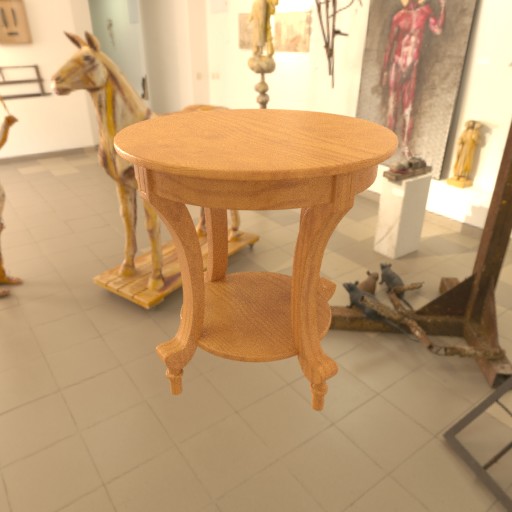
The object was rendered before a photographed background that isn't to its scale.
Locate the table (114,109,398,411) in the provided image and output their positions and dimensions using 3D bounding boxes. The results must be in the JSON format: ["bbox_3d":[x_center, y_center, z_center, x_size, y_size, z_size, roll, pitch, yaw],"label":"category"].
[{"bbox_3d":[0.000,0.000,1.105,0.597,0.612,0.597,0,27,0],"label":"table"}]
